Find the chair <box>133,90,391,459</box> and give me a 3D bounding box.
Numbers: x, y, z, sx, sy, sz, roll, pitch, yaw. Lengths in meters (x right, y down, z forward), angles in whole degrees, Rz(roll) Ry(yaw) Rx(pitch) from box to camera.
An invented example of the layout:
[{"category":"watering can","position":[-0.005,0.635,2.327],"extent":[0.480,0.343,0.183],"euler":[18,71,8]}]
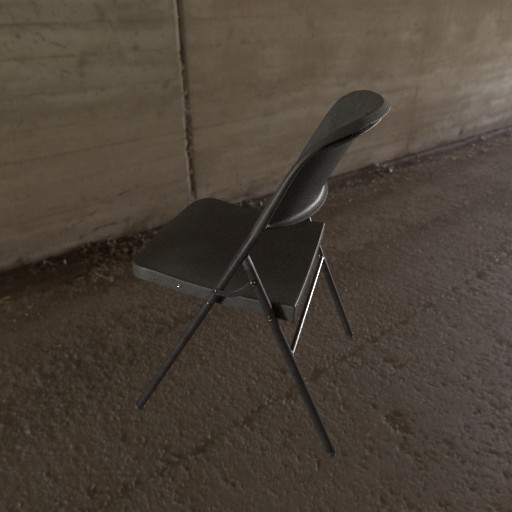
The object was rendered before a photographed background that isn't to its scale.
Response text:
[{"category":"chair","position":[0.000,0.000,1.164],"extent":[0.566,0.810,0.494],"euler":[8,31,14]}]
